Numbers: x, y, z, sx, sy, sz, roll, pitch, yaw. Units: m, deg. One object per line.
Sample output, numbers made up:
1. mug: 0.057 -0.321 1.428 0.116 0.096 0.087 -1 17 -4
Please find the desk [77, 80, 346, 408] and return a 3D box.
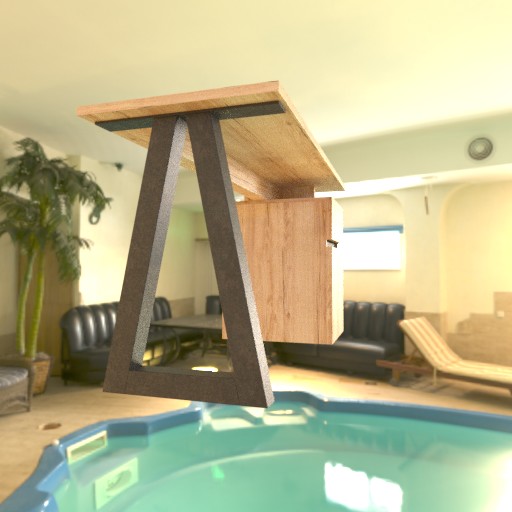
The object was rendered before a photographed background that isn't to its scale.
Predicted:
1. desk: 0.000 0.000 1.745 0.550 0.760 1.400 0 -1 18
